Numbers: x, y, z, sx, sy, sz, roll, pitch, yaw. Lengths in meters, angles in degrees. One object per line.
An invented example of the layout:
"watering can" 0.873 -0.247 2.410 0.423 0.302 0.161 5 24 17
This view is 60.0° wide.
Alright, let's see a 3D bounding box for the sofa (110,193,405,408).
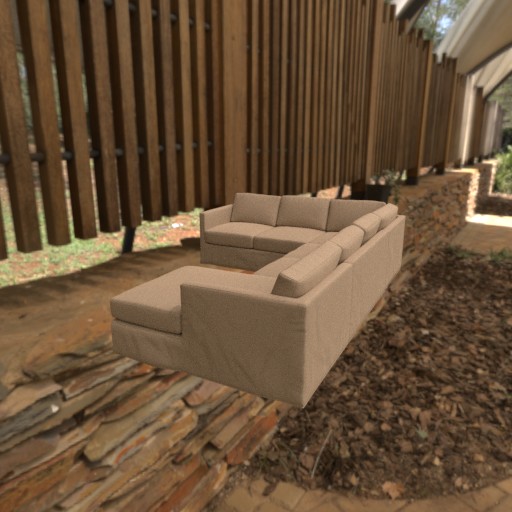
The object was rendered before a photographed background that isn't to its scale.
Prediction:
"sofa" 0.000 0.000 4.643 2.427 0.882 3.460 8 17 26
